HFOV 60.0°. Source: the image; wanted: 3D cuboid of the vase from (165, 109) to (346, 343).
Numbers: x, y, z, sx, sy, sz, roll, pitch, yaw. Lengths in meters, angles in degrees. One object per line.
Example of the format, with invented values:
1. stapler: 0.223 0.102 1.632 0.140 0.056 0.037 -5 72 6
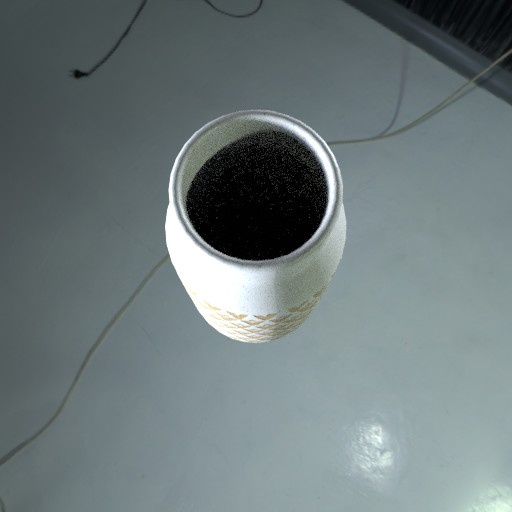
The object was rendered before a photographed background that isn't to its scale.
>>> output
1. vase: 0.000 0.000 0.377 0.137 0.307 0.137 0 76 0
